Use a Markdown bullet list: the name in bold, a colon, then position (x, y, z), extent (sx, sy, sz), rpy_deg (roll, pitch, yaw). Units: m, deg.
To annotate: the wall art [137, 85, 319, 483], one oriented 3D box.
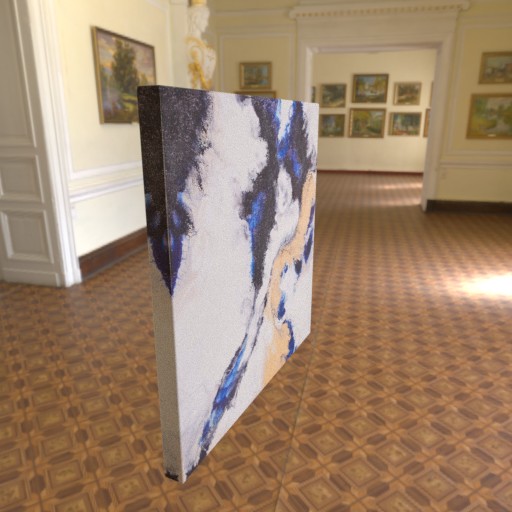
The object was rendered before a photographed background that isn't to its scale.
- **wall art**: position (0.000, 0.000, 0.902), extent (0.039, 0.609, 0.609), rpy_deg (8, 19, 25)
